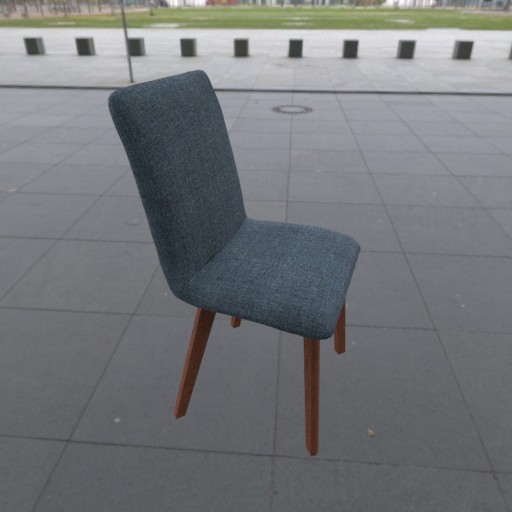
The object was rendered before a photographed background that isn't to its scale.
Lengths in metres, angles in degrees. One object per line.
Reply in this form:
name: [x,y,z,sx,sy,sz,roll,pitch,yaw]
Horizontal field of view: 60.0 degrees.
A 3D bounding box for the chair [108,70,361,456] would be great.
chair: [0.000,0.000,1.313,0.563,0.974,0.522,10,31,17]
